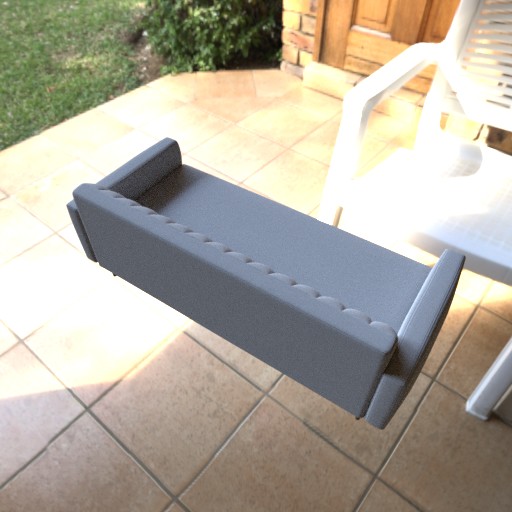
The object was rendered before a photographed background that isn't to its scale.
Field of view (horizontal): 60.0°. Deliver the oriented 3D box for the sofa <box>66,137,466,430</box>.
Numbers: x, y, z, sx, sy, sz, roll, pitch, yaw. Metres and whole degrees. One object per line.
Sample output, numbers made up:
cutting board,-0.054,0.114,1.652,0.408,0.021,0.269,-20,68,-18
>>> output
sofa,0.000,0.000,2.802,2.291,0.821,0.990,26,52,22
